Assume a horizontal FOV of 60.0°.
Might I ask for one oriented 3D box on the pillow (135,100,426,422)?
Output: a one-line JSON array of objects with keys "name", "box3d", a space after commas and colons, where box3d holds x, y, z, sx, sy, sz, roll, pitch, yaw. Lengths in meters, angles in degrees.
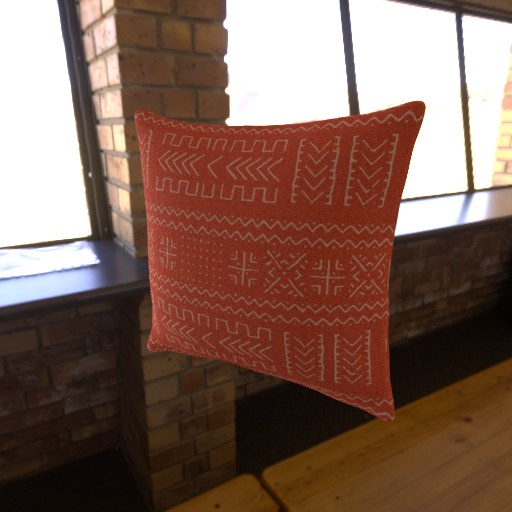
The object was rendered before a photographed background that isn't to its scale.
[{"name": "pillow", "box3d": [0.000, 0.000, 0.661, 0.438, 0.429, 0.164, 8, 18, 26]}]
